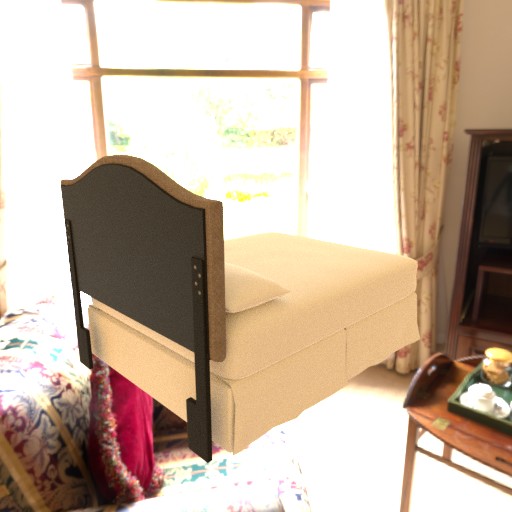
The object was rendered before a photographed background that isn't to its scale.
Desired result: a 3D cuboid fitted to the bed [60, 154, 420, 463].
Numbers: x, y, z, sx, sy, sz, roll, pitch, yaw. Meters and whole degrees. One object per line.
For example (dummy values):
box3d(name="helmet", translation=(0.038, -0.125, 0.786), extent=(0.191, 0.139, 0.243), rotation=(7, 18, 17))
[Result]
box3d(name="bed", translation=(0.000, 0.000, 3.301), extent=(2.153, 1.518, 1.713), rotation=(-14, 20, -43))
